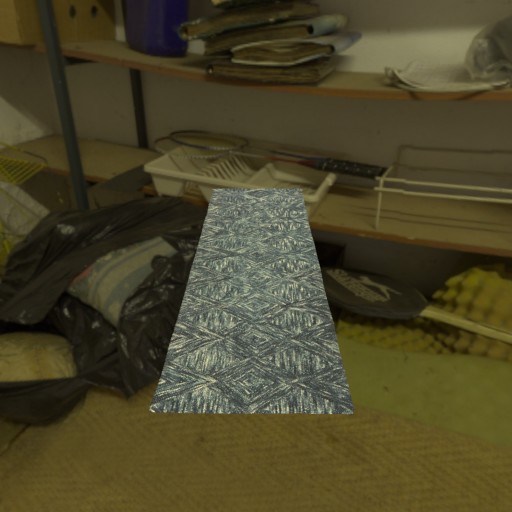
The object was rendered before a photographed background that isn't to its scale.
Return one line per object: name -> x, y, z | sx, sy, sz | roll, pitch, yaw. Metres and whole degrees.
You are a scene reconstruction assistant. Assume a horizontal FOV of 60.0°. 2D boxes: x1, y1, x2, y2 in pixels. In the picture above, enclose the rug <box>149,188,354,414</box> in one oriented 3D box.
rug -> 0.000, 0.000, 2.529 | 0.719, 0.013, 2.306 | 0, 28, 0
